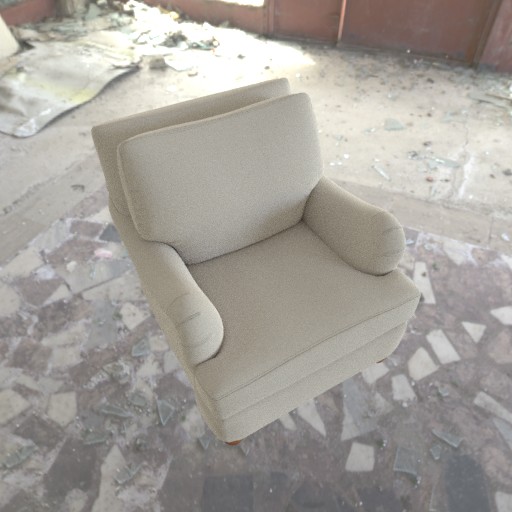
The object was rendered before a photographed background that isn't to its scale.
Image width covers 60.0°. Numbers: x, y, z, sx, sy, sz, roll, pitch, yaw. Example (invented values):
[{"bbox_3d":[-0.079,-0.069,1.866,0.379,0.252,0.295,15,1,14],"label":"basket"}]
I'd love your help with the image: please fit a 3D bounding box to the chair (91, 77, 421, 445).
[{"bbox_3d":[0.000,0.000,1.860,0.955,1.038,1.070,-22,50,-20],"label":"chair"}]
